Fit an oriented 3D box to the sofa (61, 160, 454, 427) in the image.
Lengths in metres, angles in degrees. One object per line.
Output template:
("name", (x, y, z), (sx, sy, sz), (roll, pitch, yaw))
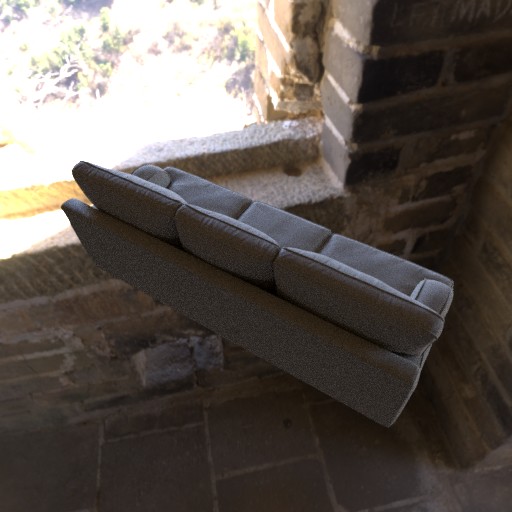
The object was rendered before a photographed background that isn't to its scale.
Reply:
("sofa", (0.000, 0.000, 2.851), (2.323, 0.997, 1.016), (25, 51, 22))
